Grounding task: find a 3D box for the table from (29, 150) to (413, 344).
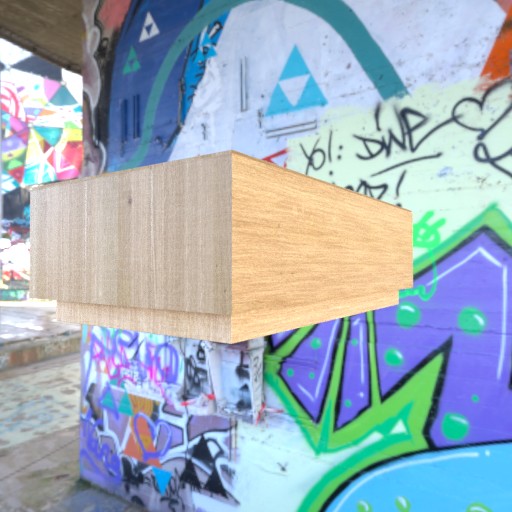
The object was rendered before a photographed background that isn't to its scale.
[{"bbox_3d":[0.000,0.000,1.427,0.678,0.353,1.110,-1,-1,35],"label":"table"}]
